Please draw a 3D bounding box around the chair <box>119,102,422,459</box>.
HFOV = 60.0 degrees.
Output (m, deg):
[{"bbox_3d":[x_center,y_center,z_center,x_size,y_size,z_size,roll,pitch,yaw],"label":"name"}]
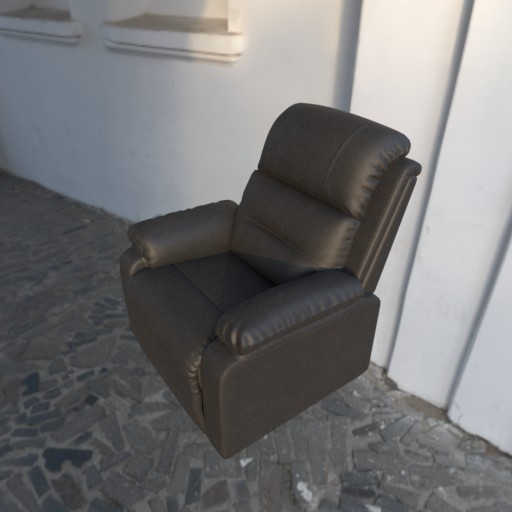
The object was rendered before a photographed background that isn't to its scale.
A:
[{"bbox_3d":[0.000,0.000,1.701,0.919,0.992,0.855,-21,38,-30],"label":"chair"}]
